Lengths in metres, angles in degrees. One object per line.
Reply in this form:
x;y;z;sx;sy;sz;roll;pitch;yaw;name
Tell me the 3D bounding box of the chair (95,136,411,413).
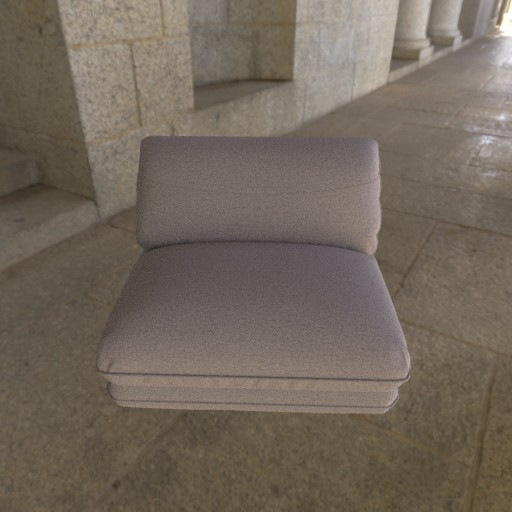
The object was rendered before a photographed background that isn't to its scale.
0.000;0.000;1.369;0.820;0.580;0.780;1;31;2;chair
